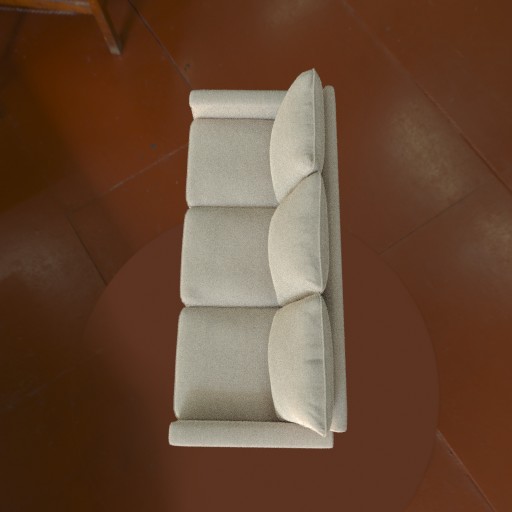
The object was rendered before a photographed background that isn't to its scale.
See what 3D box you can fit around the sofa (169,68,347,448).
[{"bbox_3d":[0.000,0.000,2.452,0.828,0.961,1.925,1,75,0],"label":"sofa"}]
